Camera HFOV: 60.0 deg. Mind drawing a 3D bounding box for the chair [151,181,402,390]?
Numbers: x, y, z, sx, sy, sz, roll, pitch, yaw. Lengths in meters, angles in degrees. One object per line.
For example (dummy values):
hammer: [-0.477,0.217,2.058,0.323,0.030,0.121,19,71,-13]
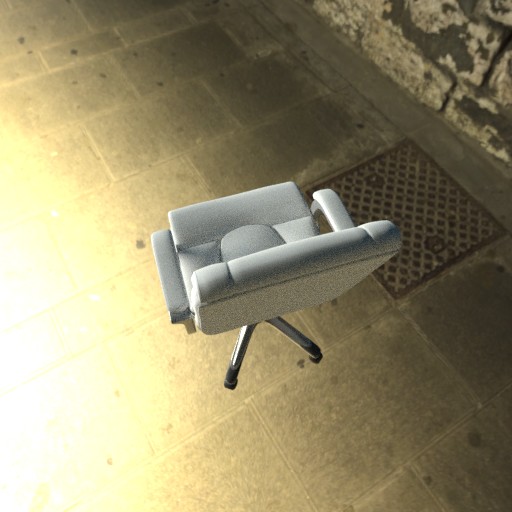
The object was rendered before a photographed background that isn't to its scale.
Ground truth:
chair: [0.000,0.000,1.579,0.687,1.120,0.738,-15,60,-9]
